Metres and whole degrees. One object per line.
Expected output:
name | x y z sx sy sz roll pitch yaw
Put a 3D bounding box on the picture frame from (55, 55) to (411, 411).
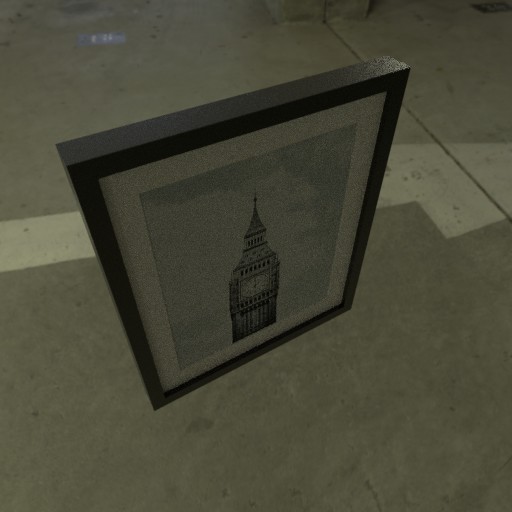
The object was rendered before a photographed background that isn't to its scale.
picture frame | 0.000 0.000 0.513 0.328 0.378 0.034 -23 50 -21
